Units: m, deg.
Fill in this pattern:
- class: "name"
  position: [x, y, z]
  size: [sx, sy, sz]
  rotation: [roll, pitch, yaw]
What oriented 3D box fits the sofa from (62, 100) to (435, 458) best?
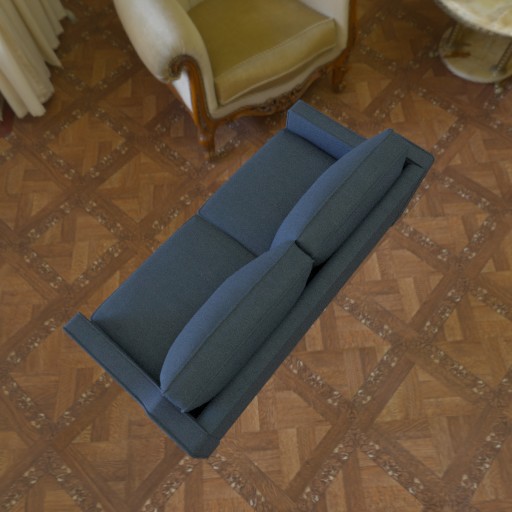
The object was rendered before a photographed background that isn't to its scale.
- class: "sofa"
  position: [0.000, 0.000, 2.818]
  size: [1.066, 1.071, 2.178]
  rotation: [37, 70, 16]
